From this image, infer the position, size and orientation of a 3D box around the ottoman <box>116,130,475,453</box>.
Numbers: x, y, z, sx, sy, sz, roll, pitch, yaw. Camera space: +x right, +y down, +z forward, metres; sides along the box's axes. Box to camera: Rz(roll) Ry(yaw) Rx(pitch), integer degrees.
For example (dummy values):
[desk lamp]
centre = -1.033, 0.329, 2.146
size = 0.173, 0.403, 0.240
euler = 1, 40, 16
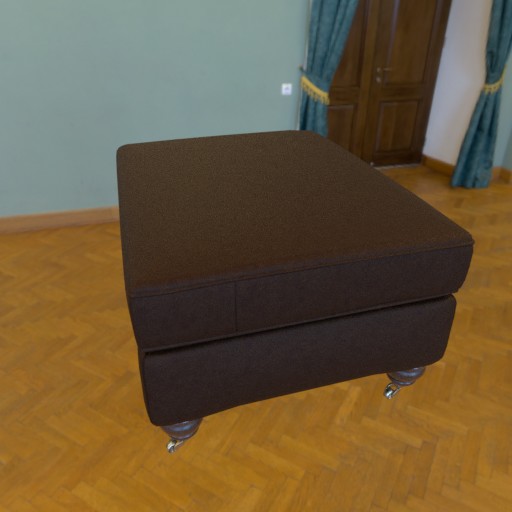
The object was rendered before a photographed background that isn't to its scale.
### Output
[ottoman]
centre = 0.000, 0.000, 1.753
size = 0.967, 0.730, 1.187
euler = -8, 31, -14
